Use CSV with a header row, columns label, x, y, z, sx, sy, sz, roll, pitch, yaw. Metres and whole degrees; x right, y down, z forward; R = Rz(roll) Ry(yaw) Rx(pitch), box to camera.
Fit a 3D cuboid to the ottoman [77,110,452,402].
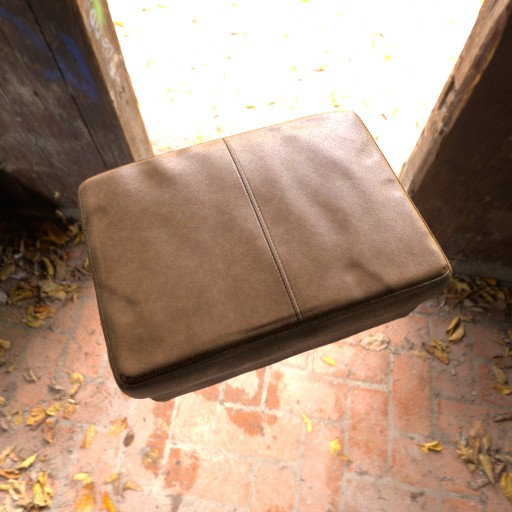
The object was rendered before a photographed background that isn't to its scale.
label,x,y,z,sx,sy,sz,roll,pitch,yaw
ottoman,0.000,0.000,1.293,0.869,0.461,0.630,-17,64,-9
